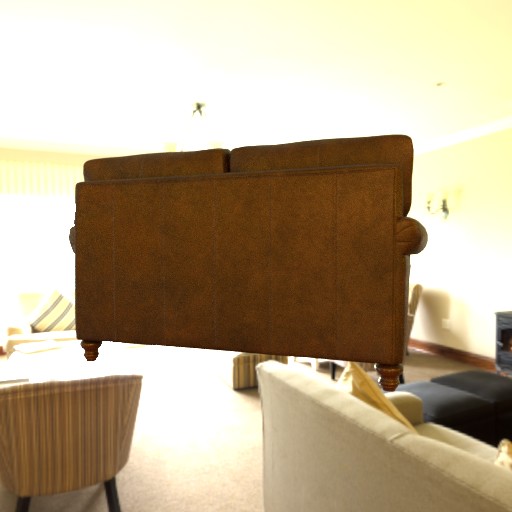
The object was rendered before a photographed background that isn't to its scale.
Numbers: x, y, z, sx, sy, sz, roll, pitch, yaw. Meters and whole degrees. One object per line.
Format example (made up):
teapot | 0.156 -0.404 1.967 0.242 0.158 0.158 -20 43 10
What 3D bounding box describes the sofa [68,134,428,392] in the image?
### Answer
sofa | 0.000 0.000 2.250 1.616 0.976 0.990 0 1 19
